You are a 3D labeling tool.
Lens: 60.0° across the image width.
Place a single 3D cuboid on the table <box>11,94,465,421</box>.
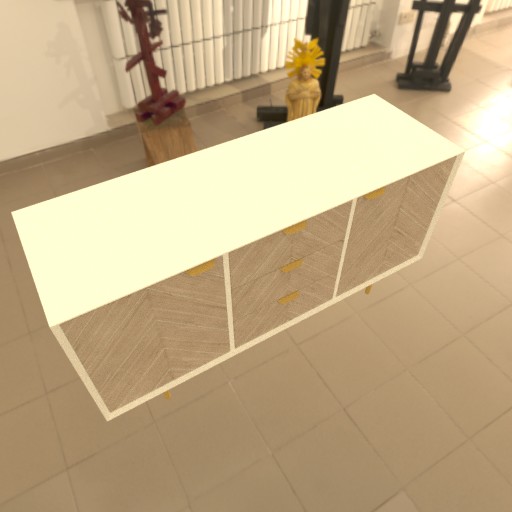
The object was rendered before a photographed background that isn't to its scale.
[{"bbox_3d":[0.000,0.000,1.798,1.500,0.769,0.508,-24,52,-20],"label":"table"}]
